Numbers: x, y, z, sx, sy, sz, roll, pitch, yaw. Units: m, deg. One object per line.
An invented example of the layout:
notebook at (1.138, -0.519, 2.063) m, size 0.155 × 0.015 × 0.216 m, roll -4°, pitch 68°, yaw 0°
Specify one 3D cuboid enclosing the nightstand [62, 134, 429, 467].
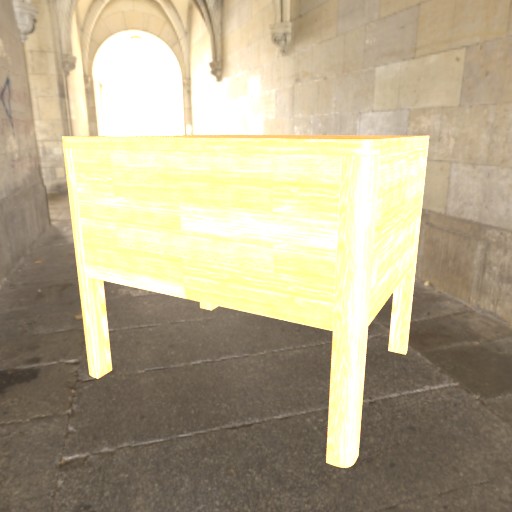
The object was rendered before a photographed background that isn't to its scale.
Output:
nightstand at (0.000, 0.000, 0.900) m, size 0.560 × 0.470 × 0.440 m, roll 9°, pitch 18°, yaw 28°
